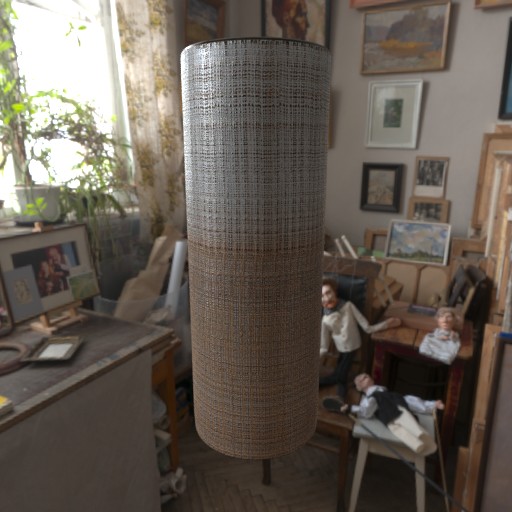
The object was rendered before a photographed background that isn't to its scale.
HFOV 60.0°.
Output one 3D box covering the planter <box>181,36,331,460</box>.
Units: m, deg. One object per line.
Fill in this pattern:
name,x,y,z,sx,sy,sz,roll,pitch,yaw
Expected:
planter,0.000,0.000,0.328,0.099,0.278,0.099,-3,14,-10
